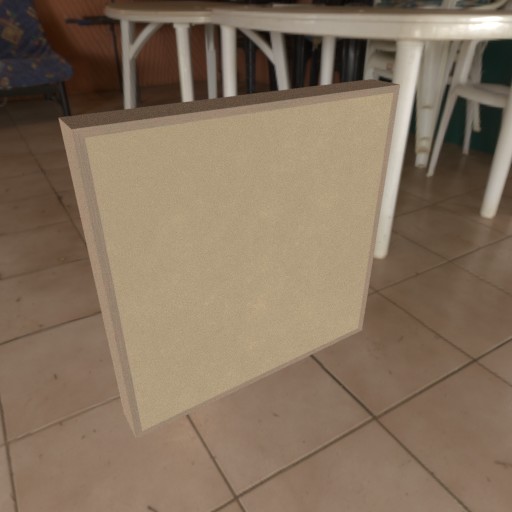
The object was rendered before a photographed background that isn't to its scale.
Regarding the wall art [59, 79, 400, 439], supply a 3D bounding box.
[{"bbox_3d":[0.000,0.000,0.444,0.304,0.303,0.038,-18,35,-28],"label":"wall art"}]
